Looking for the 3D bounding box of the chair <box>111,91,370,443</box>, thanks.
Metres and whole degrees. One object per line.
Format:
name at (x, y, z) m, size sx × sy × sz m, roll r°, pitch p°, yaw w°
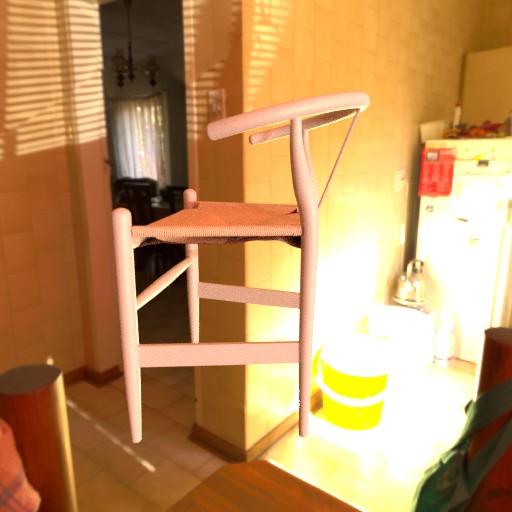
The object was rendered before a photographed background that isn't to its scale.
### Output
chair at (0.000, 0.000, 1.084) m, size 0.500 × 0.736 × 0.533 m, roll 2°, pitch 13°, yaw 8°
